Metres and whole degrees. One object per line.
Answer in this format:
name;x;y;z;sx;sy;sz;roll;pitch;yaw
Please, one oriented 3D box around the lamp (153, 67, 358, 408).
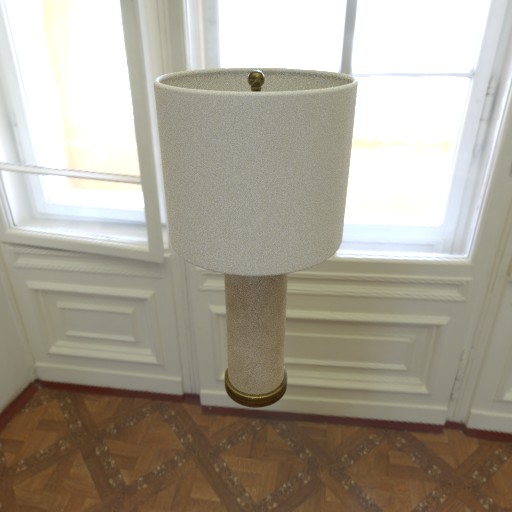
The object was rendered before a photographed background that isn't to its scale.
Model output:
lamp;0.000;0.000;0.817;0.305;0.634;0.305;-20;34;-32
